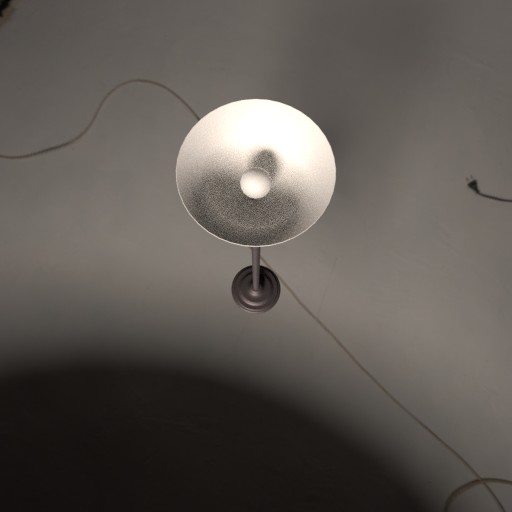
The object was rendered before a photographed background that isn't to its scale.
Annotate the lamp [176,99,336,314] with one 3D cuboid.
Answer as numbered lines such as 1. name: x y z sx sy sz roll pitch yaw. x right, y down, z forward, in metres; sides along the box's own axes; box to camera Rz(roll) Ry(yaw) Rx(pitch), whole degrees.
1. lamp: 0.000 0.000 1.993 0.405 1.797 0.405 17 76 4
